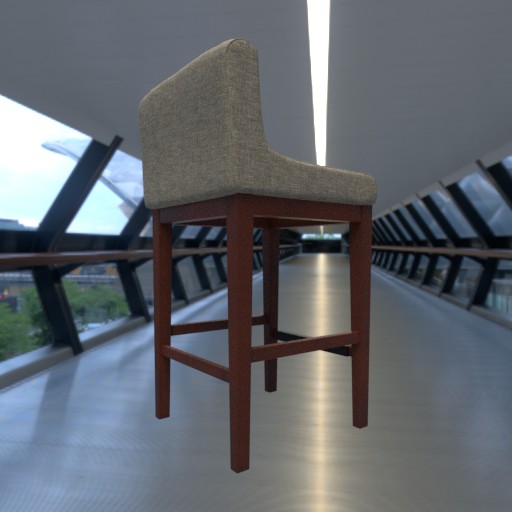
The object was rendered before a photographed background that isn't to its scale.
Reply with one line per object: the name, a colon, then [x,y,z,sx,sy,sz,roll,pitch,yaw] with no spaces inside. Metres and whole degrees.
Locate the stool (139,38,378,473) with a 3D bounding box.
stool: [0.000,0.000,1.110,0.459,0.835,0.417,0,0,-37]
